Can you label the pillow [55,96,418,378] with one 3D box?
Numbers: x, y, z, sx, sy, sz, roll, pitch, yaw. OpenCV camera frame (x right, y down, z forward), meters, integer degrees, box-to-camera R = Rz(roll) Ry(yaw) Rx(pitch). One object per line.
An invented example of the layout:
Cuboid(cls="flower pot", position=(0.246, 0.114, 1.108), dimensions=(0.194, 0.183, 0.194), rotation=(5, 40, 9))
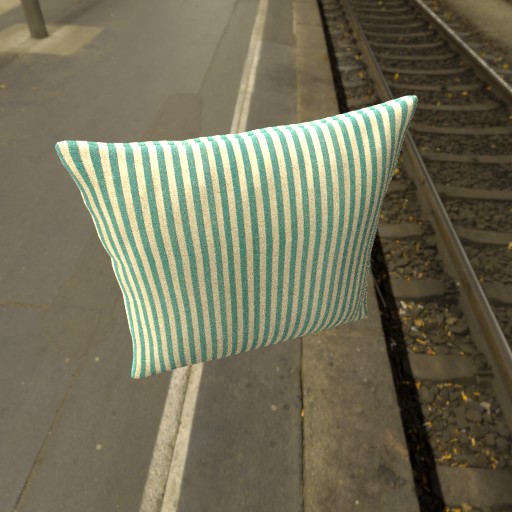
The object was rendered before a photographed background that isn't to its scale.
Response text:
Cuboid(cls="pillow", position=(0.000, 0.000, 0.774), dimensions=(0.523, 0.510, 0.166), rotation=(-12, 42, -14))
